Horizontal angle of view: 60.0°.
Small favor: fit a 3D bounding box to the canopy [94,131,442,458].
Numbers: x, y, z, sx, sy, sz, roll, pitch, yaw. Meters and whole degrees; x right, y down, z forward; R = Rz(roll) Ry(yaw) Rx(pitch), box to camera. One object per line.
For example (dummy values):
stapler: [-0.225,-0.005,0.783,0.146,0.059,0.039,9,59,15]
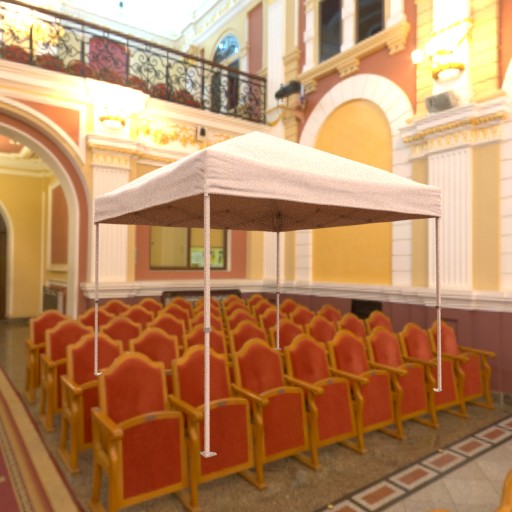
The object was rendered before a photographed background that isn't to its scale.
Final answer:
canopy: [0.000,0.000,5.299,2.998,2.997,2.996,1,-1,-35]
